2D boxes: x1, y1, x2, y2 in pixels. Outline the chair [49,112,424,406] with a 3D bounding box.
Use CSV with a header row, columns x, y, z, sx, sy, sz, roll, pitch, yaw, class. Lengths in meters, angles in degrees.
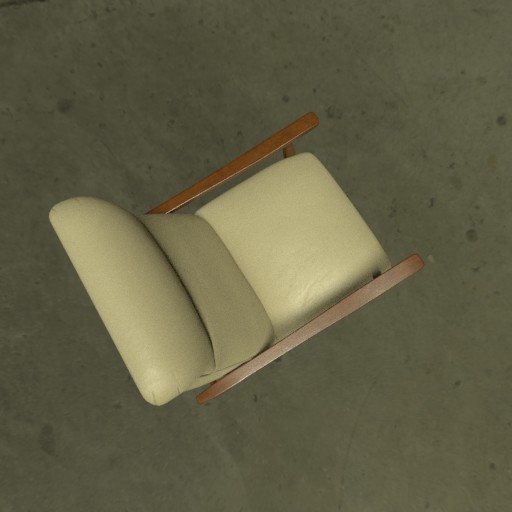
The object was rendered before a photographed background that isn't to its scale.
x,y,z,sx,sy,sz,roll,pitch,yaw,class
0.000,0.000,1.736,1.014,1.082,0.762,-31,77,-8,chair
